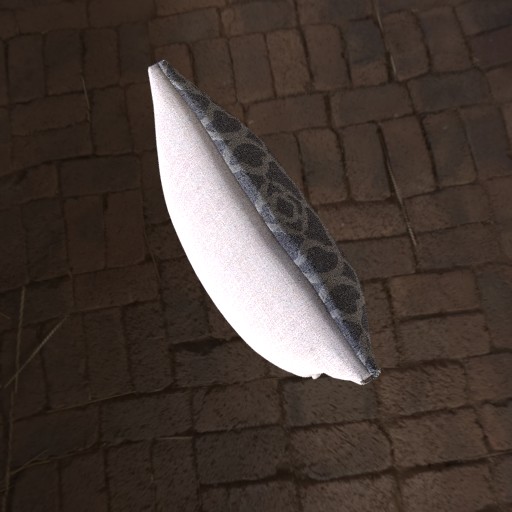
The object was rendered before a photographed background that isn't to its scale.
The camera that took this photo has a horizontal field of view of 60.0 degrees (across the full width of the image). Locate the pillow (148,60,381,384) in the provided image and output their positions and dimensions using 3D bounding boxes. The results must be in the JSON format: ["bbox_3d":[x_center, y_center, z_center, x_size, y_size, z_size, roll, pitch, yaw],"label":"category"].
[{"bbox_3d":[0.000,0.000,0.794,0.215,0.498,0.508,-32,78,-8],"label":"pillow"}]
